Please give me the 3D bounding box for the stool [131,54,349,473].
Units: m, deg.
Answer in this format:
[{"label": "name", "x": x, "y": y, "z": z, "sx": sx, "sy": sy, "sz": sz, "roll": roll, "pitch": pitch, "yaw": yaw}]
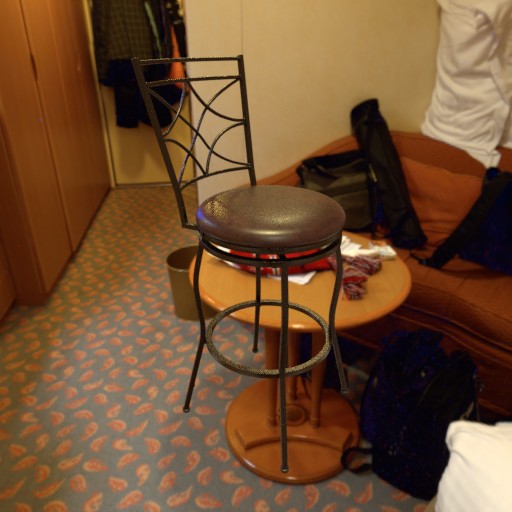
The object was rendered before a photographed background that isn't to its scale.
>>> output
[{"label": "stool", "x": 0.000, "y": 0.000, "z": 1.365, "sx": 0.534, "sy": 1.117, "sz": 0.434, "roll": 18, "pitch": 31, "yaw": 32}]
